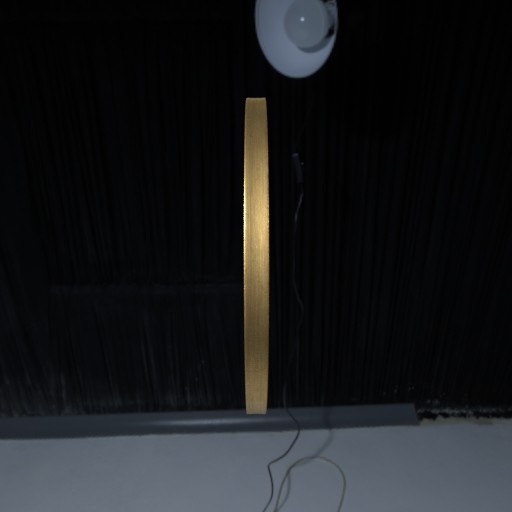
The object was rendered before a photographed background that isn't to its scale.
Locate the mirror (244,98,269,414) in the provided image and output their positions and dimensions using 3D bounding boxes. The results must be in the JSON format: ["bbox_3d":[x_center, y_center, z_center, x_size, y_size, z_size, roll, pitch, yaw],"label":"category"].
[{"bbox_3d":[0.000,0.000,0.842,0.032,0.565,0.565,0,26,0],"label":"mirror"}]
